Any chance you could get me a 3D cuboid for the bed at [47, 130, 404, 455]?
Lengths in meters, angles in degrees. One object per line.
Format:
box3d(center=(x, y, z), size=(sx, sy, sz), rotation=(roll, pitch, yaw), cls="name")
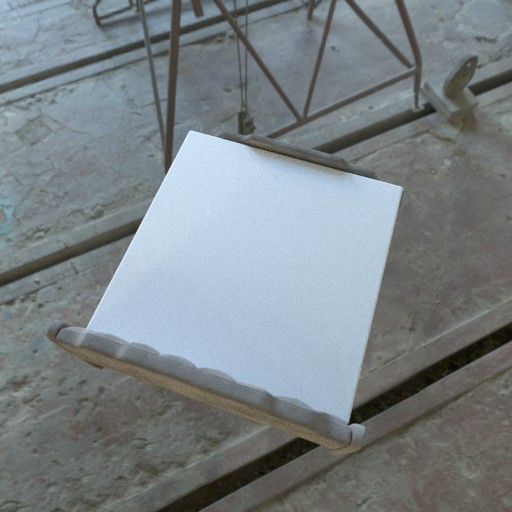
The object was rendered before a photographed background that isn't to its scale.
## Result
box3d(center=(0.000, 0.000, 3.531), size=(2.074, 1.245, 2.340), rotation=(17, 65, 8), cls="bed")
